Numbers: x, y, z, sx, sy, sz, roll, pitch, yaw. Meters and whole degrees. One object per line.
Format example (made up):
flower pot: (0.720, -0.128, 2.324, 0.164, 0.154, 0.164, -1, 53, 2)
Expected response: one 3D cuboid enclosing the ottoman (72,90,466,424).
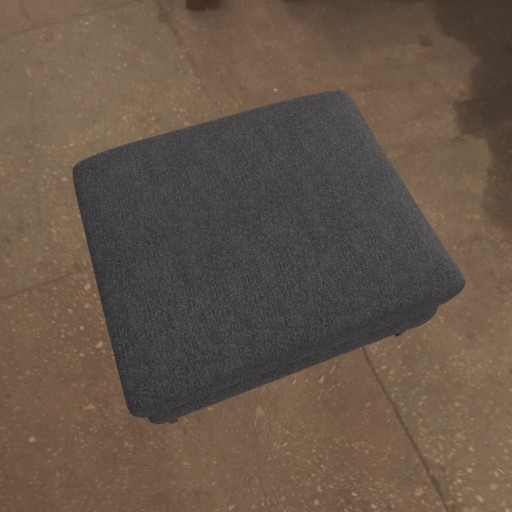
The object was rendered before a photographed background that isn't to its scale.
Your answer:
ottoman: (0.000, 0.000, 1.302, 0.831, 0.533, 0.695, -19, 66, -9)
